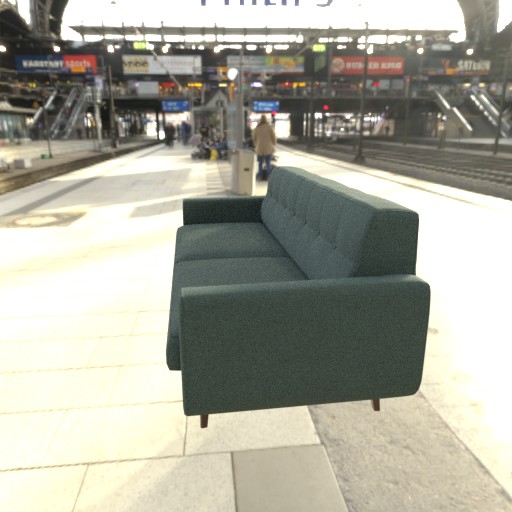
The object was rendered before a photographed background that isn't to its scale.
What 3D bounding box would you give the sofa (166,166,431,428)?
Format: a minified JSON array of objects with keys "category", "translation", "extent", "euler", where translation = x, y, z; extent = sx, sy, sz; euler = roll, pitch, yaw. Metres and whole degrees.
[{"category":"sofa","translation":[0.000,0.000,2.431],"extent":[0.909,0.841,2.029],"euler":[-2,16,-8]}]
